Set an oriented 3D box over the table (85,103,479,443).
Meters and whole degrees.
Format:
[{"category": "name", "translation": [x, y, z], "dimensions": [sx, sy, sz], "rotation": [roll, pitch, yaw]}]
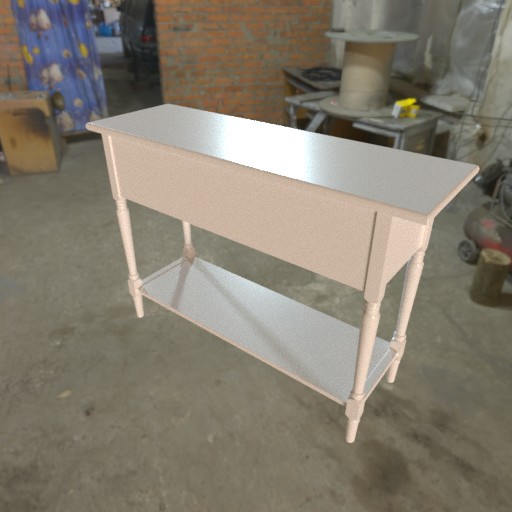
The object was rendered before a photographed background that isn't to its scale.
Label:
[{"category": "table", "translation": [0.000, 0.000, 1.553], "dimensions": [1.191, 0.814, 0.386], "rotation": [22, 37, 32]}]
